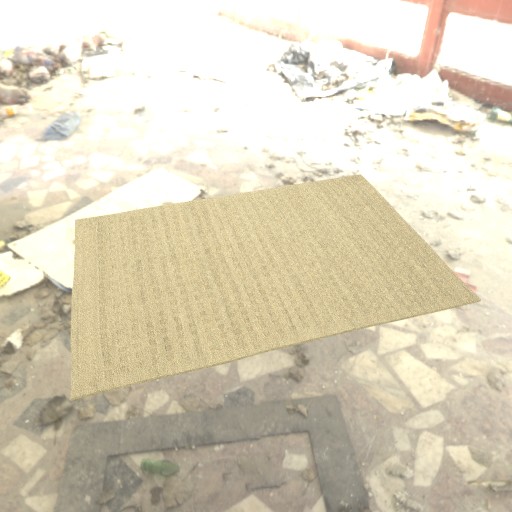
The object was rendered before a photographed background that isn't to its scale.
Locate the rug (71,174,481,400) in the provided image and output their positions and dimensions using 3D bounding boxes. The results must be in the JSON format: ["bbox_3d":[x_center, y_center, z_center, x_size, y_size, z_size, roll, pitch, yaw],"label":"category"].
[{"bbox_3d":[0.000,0.000,2.905,2.297,0.018,1.532,-11,41,-13],"label":"rug"}]
